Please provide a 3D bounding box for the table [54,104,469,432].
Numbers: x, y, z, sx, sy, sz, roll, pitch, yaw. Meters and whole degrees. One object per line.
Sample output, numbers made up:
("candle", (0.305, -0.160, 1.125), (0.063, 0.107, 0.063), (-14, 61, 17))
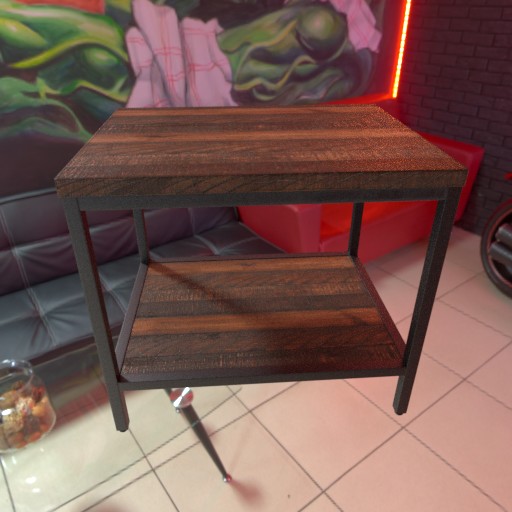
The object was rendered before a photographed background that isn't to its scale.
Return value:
("table", (0.000, 0.000, 1.098), (0.678, 0.612, 0.524), (-2, 30, -4))
